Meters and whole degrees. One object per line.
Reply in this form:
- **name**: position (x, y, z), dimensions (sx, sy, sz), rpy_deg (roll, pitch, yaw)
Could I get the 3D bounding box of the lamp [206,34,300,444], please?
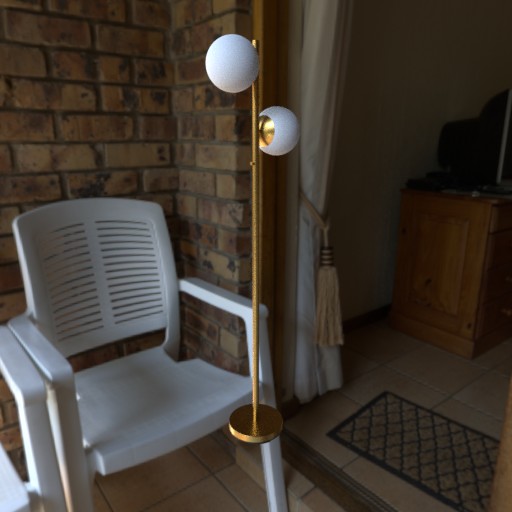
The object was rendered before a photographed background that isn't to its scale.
- **lamp**: position (0.000, 0.000, 1.838), dimensions (0.419, 1.641, 0.249), rpy_deg (-14, 21, -42)
